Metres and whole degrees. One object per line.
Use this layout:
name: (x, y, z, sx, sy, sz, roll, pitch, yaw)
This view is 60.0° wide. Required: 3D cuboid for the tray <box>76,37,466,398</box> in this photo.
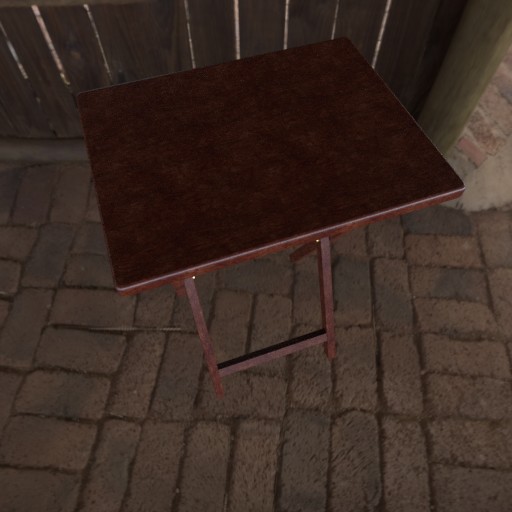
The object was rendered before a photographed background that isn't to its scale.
tray: (0.000, 0.000, 0.934, 0.483, 0.660, 0.381, -16, 59, -10)
